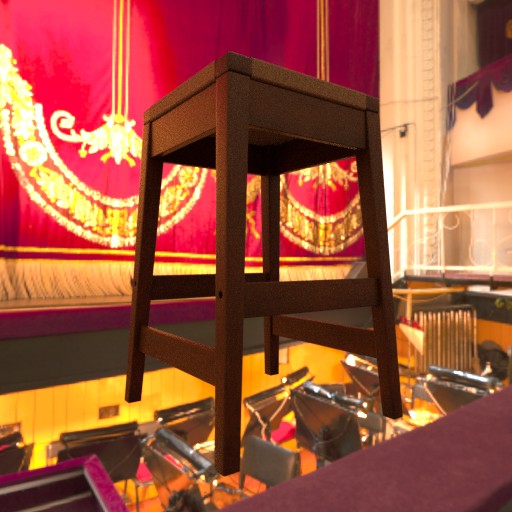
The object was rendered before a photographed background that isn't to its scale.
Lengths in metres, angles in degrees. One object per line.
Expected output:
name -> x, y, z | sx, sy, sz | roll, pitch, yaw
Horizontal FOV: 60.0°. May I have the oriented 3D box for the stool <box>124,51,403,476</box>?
stool -> 0.000, 0.000, 1.113 | 0.497, 0.762, 0.507 | 0, 0, -36
